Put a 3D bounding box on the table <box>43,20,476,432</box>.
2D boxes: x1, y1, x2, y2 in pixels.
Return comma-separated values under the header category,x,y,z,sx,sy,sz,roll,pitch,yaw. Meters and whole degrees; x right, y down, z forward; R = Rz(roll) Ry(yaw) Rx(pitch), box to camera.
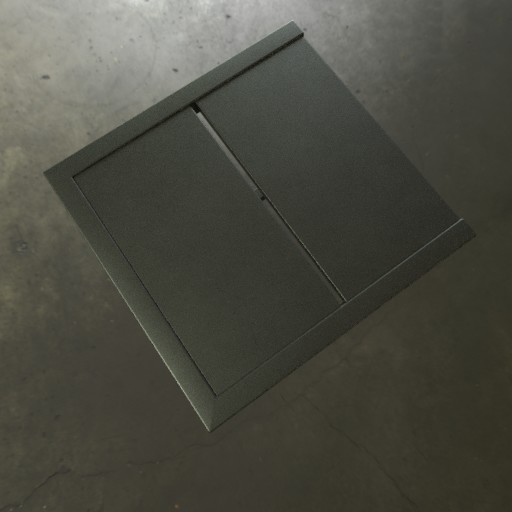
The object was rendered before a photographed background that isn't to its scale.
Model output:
category,x,y,z,sx,sy,sz,roll,pitch,yaw
table,0.000,0.000,0.883,0.420,0.609,0.405,-35,79,-8
